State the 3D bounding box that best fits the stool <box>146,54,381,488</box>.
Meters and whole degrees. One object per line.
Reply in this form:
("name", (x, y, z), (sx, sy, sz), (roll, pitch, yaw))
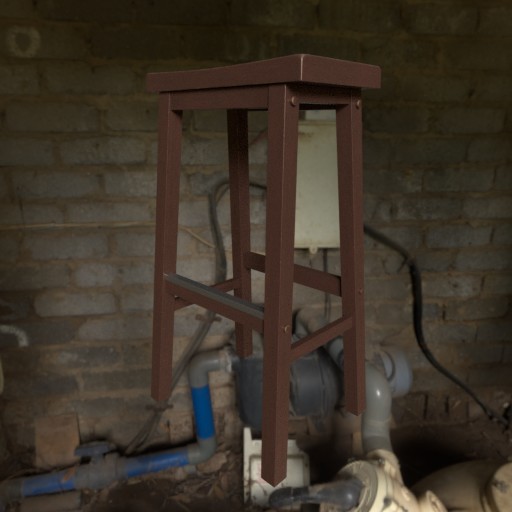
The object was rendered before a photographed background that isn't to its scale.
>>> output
("stool", (0.000, 0.000, 0.955), (0.406, 0.742, 0.322), (16, 23, 42))
